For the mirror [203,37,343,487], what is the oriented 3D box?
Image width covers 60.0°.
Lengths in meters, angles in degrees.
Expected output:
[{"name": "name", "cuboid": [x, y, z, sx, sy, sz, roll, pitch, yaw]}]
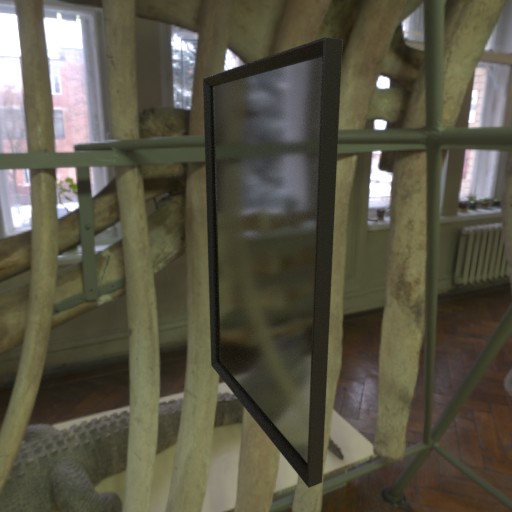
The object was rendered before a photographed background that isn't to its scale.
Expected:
[{"name": "mirror", "cuboid": [0.000, 0.000, 1.137, 0.041, 0.915, 0.609, -7, 17, -25]}]
